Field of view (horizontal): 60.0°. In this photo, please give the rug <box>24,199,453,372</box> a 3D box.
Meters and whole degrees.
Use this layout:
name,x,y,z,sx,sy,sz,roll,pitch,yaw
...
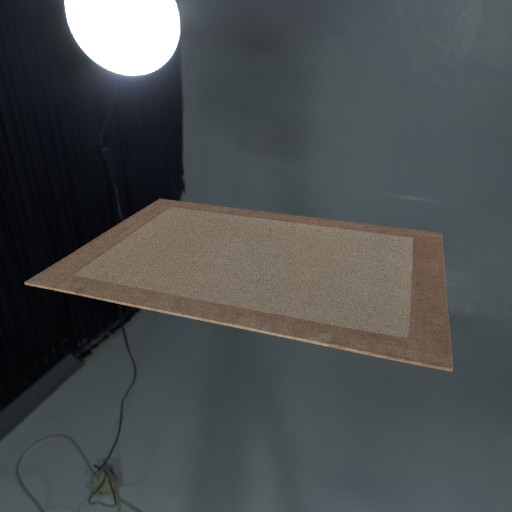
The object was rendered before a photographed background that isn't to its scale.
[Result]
name,x,y,z,sx,sy,sz,roll,pitch,yaw
rug,0.000,0.000,2.282,1.829,0.014,1.219,9,28,17
